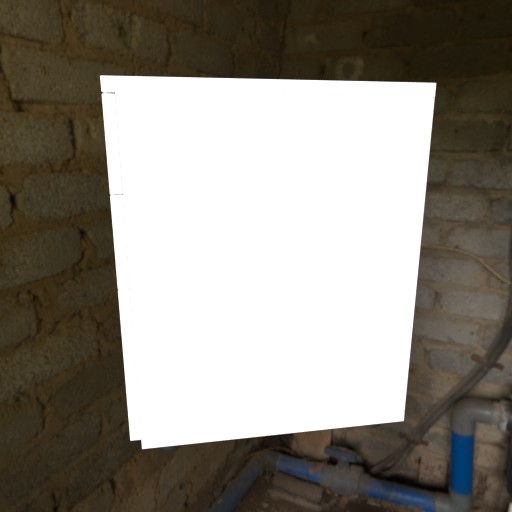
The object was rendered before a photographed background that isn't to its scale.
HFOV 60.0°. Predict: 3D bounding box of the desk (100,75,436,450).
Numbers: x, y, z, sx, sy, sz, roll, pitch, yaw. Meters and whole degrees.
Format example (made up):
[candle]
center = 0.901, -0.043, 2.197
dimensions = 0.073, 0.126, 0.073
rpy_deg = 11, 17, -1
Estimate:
[desk]
center = 0.000, 0.000, 1.045
dimensions = 0.600, 0.730, 0.404
rpy_deg = -2, 15, -9
